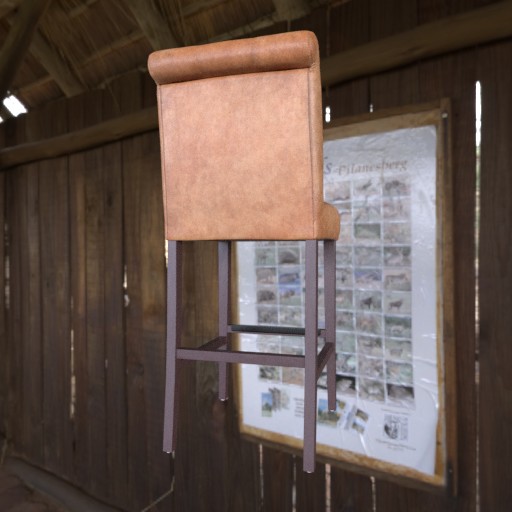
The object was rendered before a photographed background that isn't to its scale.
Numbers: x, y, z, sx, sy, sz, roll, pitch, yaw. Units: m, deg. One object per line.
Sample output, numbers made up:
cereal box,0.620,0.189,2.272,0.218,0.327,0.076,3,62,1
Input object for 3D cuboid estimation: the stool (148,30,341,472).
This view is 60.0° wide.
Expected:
stool,0.000,0.000,1.423,0.493,1.140,0.601,0,1,16
